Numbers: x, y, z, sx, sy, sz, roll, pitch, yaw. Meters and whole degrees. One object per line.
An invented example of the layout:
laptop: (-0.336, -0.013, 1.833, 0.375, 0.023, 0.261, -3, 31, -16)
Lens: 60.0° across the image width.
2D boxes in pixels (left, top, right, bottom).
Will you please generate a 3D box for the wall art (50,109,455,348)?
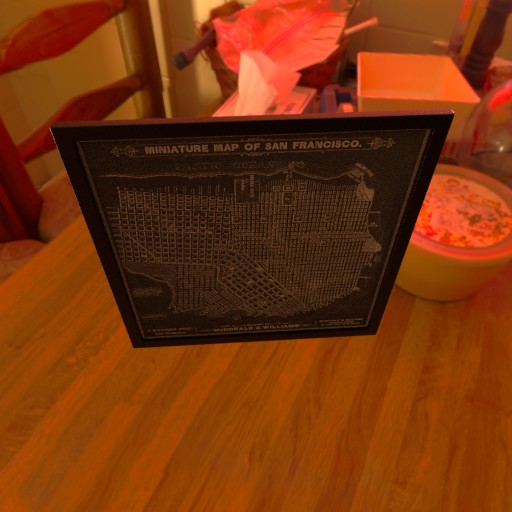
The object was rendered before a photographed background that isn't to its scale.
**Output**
wall art: (0.000, 0.000, 0.670, 0.457, 0.458, 0.012, -3, 47, -3)
